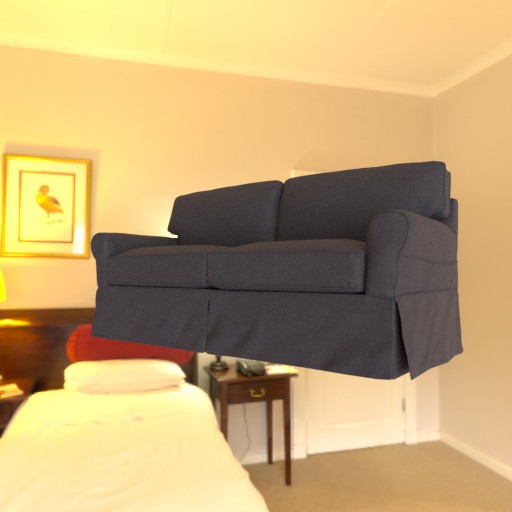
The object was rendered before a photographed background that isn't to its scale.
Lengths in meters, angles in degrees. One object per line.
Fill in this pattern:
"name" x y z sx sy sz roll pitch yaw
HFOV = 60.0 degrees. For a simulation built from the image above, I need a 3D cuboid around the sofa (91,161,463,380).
"sofa" 0.000 0.000 2.812 2.256 1.094 0.983 -1 -2 36
